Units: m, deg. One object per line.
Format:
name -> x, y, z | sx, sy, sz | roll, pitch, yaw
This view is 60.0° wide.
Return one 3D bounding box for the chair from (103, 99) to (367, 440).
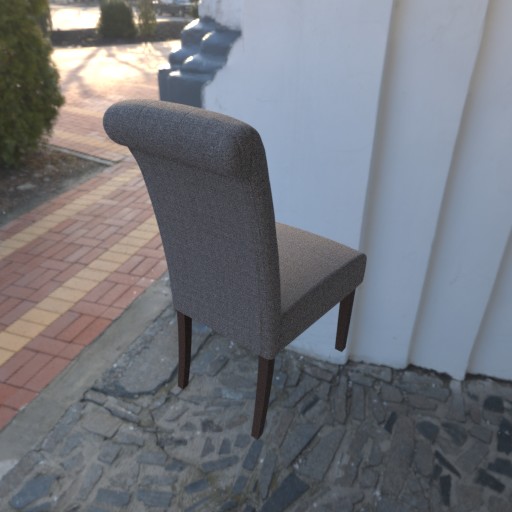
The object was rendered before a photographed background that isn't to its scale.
chair -> 0.000, 0.000, 1.380 | 0.456, 1.006, 0.671 | 22, 37, 32
